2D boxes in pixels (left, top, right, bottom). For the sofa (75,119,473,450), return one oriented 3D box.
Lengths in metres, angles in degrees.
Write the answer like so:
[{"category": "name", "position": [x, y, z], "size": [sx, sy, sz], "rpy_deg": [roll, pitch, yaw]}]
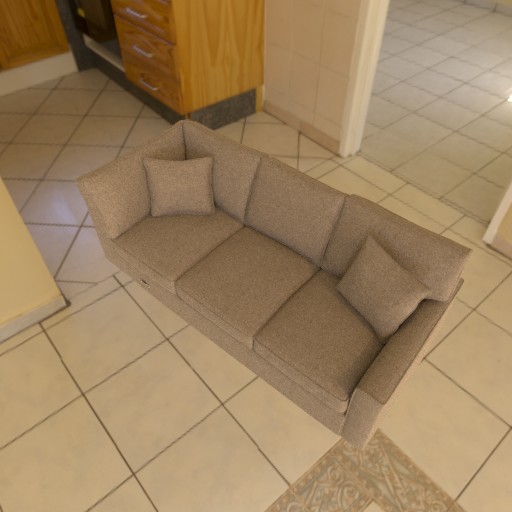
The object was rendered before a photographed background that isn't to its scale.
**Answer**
[{"category": "sofa", "position": [0.000, 0.000, 2.909], "size": [2.317, 0.962, 1.061], "rpy_deg": [31, 54, 26]}]
